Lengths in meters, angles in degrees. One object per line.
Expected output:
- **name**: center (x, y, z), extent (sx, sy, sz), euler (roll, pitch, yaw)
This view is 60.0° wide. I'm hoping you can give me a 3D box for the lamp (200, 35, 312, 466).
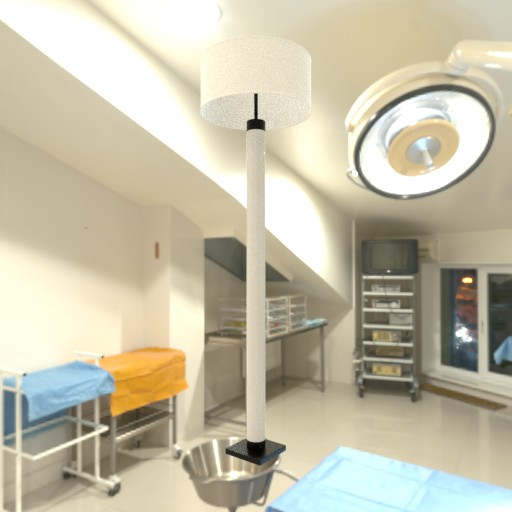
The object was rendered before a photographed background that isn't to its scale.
- **lamp**: center (0.000, 0.000, 1.668), extent (0.420, 1.475, 0.420), euler (-1, -1, 38)
